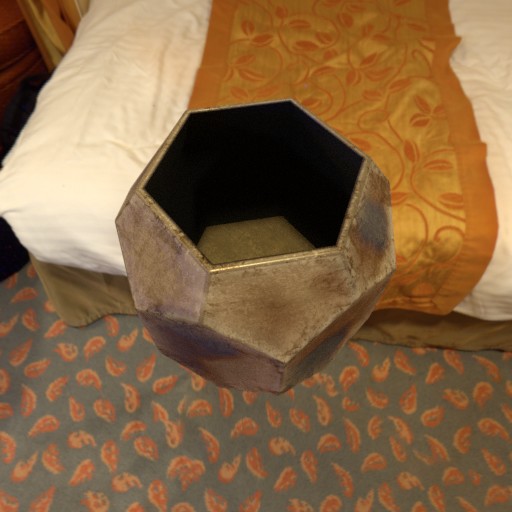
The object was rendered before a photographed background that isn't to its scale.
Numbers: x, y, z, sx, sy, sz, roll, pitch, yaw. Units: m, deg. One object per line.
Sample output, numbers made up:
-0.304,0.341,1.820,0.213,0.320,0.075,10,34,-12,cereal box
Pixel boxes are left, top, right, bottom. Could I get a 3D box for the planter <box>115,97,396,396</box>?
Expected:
0.000,0.000,0.425,0.243,0.238,0.221,-36,66,-19,planter
